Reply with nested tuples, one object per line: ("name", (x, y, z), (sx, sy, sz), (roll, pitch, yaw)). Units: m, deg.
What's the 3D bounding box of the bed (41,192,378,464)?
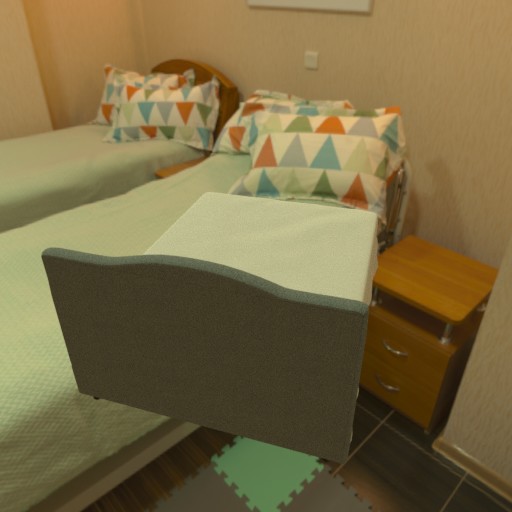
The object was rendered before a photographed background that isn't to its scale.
("bed", (0.000, 0.000, 3.971), (2.161, 1.457, 2.689), (9, 33, 15))
